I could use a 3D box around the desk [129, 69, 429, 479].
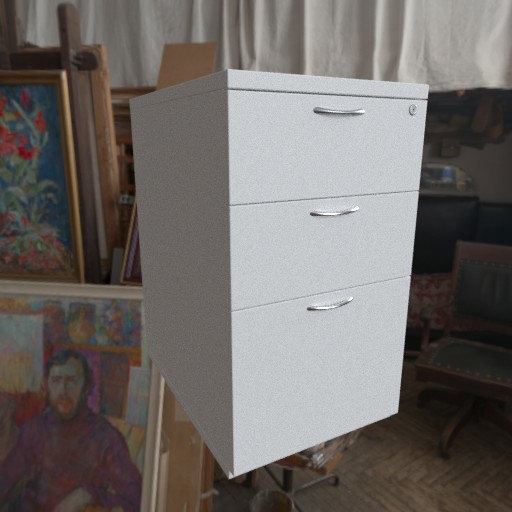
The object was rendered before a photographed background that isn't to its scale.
[{"bbox_3d":[0.000,0.000,1.053,0.404,0.730,0.600,-8,17,-27],"label":"desk"}]
